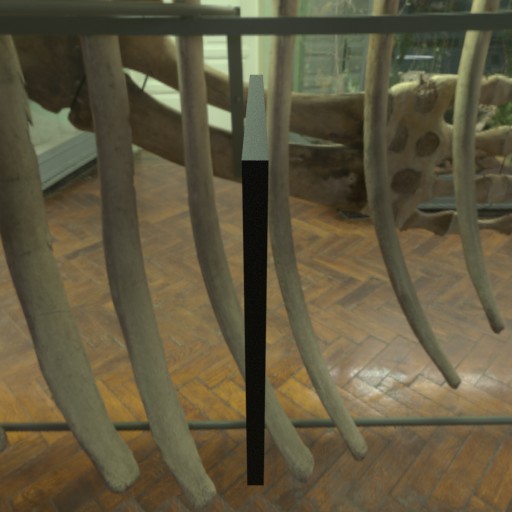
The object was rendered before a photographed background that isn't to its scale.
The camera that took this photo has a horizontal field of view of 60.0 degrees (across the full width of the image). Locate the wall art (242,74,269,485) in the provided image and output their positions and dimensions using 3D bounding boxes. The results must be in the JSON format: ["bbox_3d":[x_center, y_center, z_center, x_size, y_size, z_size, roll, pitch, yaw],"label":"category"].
[{"bbox_3d":[0.000,0.000,1.141,0.038,0.762,0.762,0,31,0],"label":"wall art"}]
